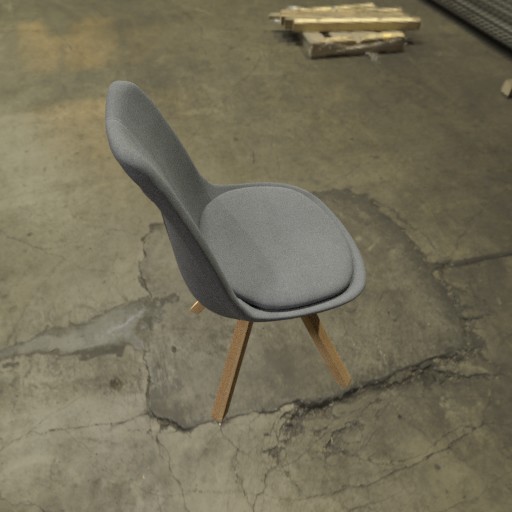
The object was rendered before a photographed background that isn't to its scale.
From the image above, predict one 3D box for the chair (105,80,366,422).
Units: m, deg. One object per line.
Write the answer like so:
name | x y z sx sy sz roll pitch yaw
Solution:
chair | 0.000 0.000 1.131 0.549 0.863 0.474 -11 48 -10
